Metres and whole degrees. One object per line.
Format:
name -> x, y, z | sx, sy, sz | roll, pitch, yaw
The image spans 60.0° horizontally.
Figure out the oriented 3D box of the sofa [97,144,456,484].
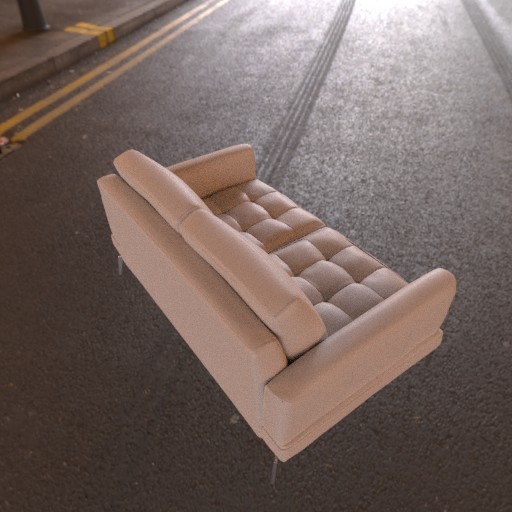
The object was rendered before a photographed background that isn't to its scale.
sofa -> 0.000, 0.000, 2.451 | 1.121, 0.930, 1.819 | -25, 46, -27
